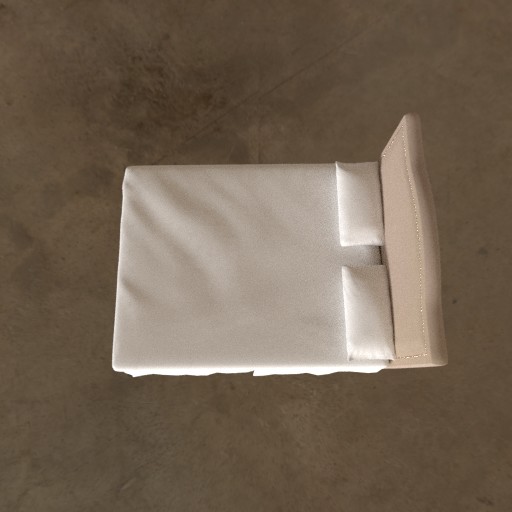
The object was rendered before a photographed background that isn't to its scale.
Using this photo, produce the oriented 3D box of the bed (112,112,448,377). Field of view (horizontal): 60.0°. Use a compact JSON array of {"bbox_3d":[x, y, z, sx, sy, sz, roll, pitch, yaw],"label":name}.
[{"bbox_3d":[0.000,0.000,3.459,2.282,1.436,1.821,-1,76,0],"label":"bed"}]
